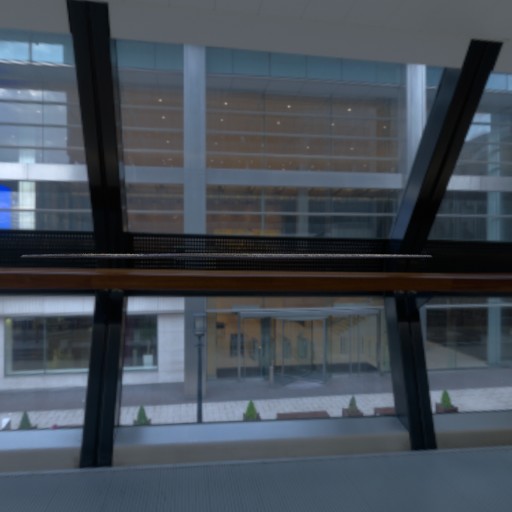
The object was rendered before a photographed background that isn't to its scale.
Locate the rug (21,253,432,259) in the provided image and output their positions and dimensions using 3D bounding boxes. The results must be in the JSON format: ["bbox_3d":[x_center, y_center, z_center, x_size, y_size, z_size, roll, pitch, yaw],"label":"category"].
[{"bbox_3d":[0.000,0.000,4.722,2.716,0.035,3.612,0,0,36],"label":"rug"}]
